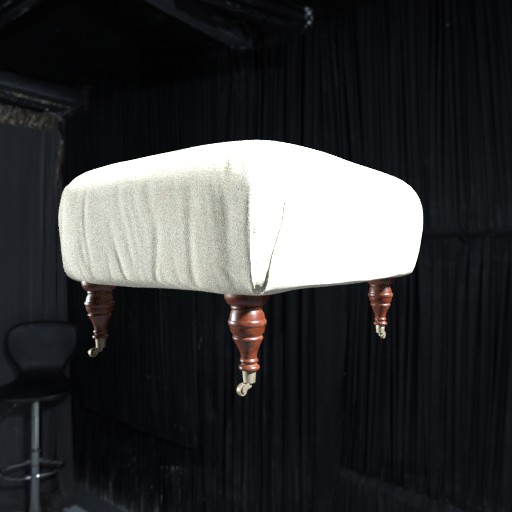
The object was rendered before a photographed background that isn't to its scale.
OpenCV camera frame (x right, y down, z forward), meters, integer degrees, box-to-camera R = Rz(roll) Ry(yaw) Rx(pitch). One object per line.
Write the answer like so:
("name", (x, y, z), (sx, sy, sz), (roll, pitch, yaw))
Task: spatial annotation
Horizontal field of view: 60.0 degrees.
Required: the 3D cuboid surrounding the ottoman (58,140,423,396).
("ottoman", (0.000, 0.000, 1.097), (0.622, 0.450, 0.747), (1, 1, 38))
